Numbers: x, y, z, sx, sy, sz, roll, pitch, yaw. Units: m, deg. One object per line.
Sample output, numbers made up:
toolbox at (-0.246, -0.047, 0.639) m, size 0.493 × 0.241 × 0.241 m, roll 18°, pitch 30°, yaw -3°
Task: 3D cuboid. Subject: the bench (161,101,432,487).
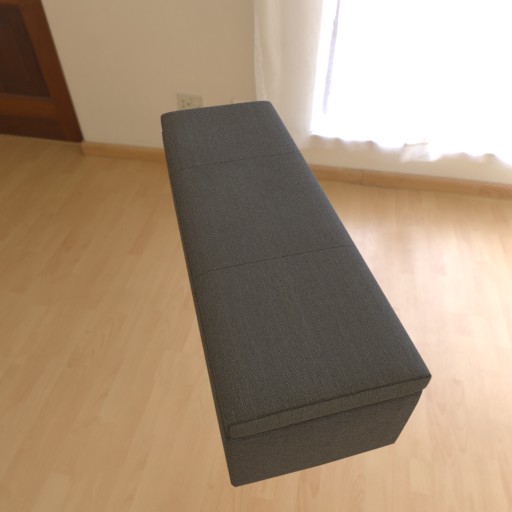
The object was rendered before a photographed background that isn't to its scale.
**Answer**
bench at (0.000, 0.000, 1.437) m, size 0.446 × 0.438 × 1.269 m, roll -10°, pitch 47°, yaw -10°
